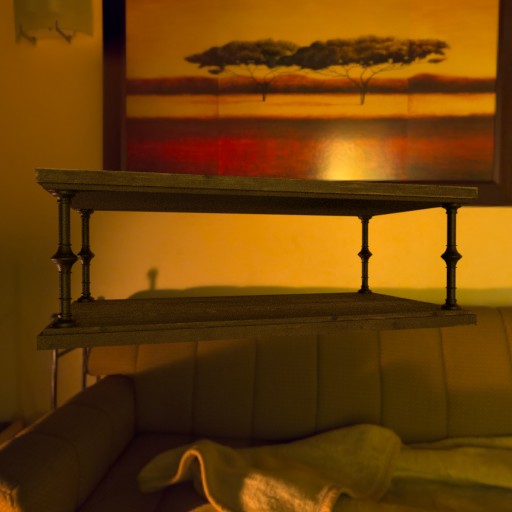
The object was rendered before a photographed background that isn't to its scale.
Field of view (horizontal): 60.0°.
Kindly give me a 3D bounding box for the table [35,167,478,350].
[{"bbox_3d":[0.000,0.000,1.317,1.088,0.373,0.554,0,1,-16],"label":"table"}]
